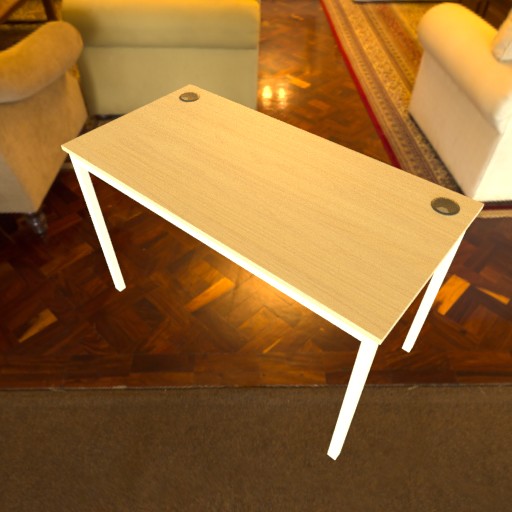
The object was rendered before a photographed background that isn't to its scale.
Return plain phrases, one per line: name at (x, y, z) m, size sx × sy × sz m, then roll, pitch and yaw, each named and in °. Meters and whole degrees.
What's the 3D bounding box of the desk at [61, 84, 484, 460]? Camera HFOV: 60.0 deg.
desk at (0.000, 0.000, 1.640) m, size 1.200 × 0.750 × 0.600 m, roll 31°, pitch 53°, yaw 27°
